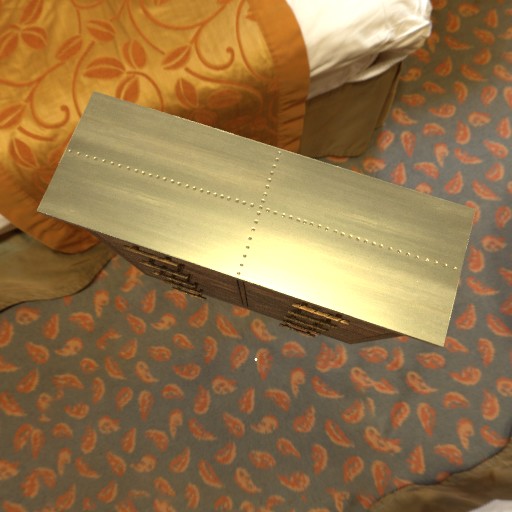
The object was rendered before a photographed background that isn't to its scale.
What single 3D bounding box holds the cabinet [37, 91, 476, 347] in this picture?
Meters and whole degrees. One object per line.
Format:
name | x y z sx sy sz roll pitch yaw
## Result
cabinet | 0.000 0.000 1.478 0.968 0.919 0.338 18 78 4
